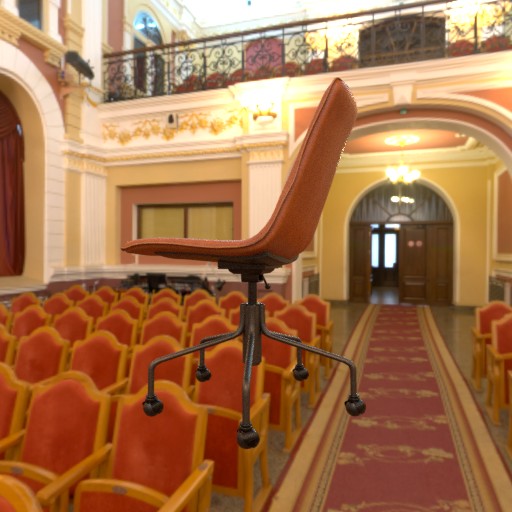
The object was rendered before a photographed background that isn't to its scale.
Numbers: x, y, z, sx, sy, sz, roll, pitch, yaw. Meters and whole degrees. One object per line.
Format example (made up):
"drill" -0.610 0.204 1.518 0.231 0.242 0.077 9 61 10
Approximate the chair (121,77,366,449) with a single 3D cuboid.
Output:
"chair" 0.000 0.000 1.367 0.660 0.920 0.651 0 0 18
